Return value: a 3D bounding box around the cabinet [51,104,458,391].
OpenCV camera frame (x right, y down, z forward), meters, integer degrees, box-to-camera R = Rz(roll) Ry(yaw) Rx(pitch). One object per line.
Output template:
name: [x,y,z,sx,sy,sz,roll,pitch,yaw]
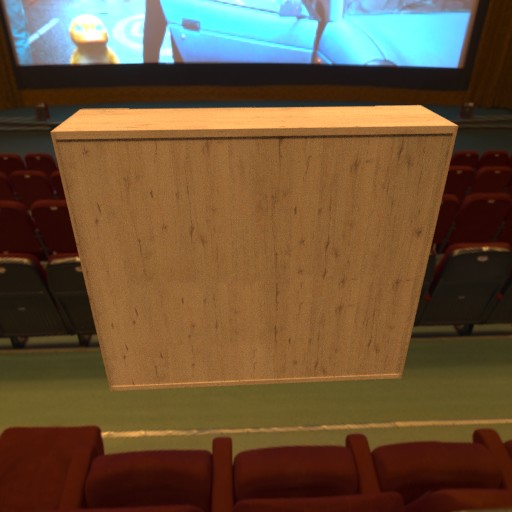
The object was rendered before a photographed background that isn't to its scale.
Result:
cabinet: [0.000,0.000,3.543,2.500,2.180,0.660,-2,30,-3]
